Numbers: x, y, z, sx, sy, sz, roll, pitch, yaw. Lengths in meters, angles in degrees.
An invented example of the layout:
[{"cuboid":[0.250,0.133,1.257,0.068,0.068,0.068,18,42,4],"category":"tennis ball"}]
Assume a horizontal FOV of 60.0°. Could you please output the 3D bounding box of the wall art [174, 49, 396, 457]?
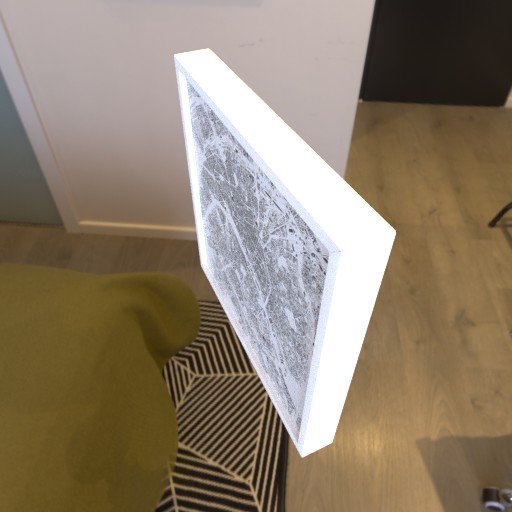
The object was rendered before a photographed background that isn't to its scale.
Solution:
[{"cuboid":[0.000,0.000,0.456,0.038,0.305,0.305,-18,48,-17],"category":"wall art"}]
